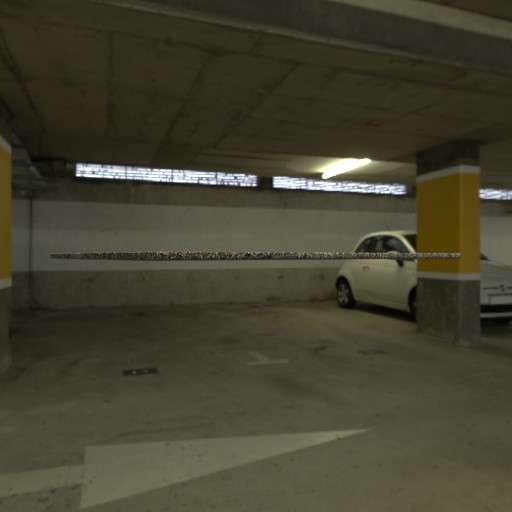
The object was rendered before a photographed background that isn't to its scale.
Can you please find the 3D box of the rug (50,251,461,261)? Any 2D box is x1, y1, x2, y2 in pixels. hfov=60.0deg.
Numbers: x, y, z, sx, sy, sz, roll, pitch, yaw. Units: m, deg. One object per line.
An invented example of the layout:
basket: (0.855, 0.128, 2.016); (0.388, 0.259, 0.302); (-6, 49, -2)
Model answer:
rug: (0.000, 0.000, 2.150); (1.601, 0.025, 1.198); (0, 0, -37)
